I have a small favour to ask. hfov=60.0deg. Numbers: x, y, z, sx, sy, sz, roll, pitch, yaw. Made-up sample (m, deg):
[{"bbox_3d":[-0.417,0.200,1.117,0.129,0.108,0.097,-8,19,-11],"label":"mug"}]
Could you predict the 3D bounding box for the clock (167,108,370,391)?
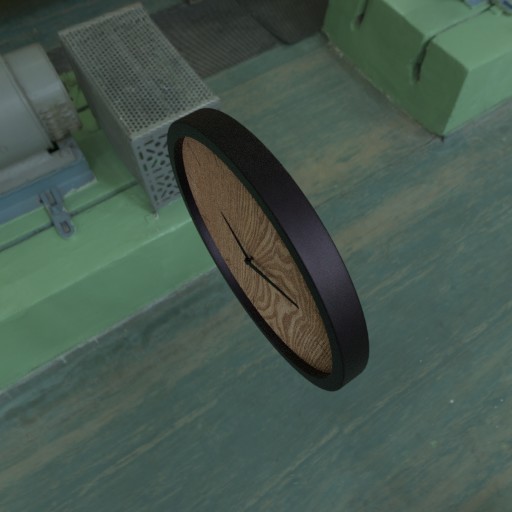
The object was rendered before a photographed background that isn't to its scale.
[{"bbox_3d":[0.000,0.000,0.469,0.029,0.314,0.314,-32,67,-15],"label":"clock"}]
